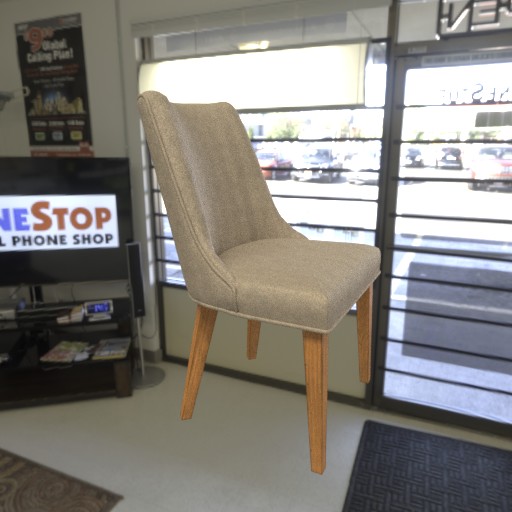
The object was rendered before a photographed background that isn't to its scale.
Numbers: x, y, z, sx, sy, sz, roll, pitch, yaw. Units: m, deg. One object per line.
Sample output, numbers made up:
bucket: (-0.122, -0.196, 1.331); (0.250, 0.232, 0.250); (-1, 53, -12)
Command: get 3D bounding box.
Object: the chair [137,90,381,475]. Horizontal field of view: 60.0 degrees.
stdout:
chair: (0.000, 0.000, 1.321); (0.636, 0.916, 0.548); (7, 16, 26)
